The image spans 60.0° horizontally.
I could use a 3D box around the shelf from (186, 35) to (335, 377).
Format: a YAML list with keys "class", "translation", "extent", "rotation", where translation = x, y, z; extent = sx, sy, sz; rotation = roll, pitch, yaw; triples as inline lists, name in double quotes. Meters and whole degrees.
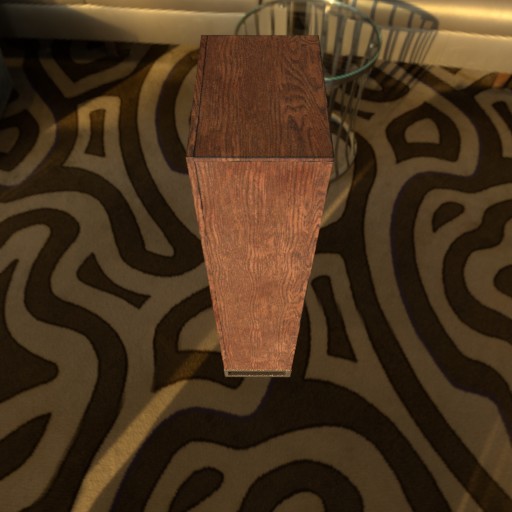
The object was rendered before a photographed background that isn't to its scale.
- class: "shelf"
  translation: [0.000, 0.000, 1.975]
  extent: [0.395, 1.732, 0.539]
  rotation: [0, 57, 0]
